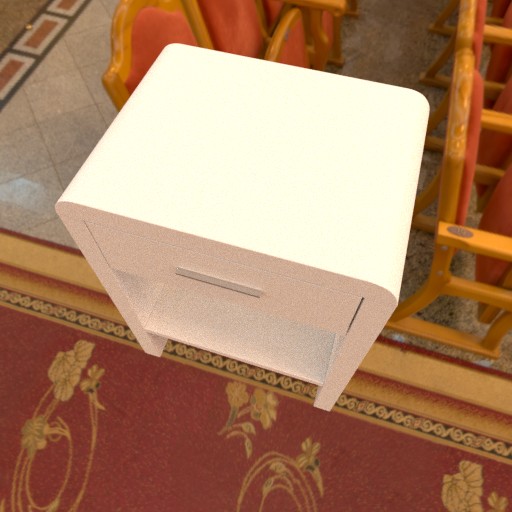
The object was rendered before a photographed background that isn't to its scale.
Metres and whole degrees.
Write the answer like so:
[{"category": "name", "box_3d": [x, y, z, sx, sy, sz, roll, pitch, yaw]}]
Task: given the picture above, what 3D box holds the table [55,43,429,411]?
[{"category": "table", "box_3d": [0.000, 0.000, 0.853, 0.450, 0.590, 0.350, 15, 60, 9]}]
